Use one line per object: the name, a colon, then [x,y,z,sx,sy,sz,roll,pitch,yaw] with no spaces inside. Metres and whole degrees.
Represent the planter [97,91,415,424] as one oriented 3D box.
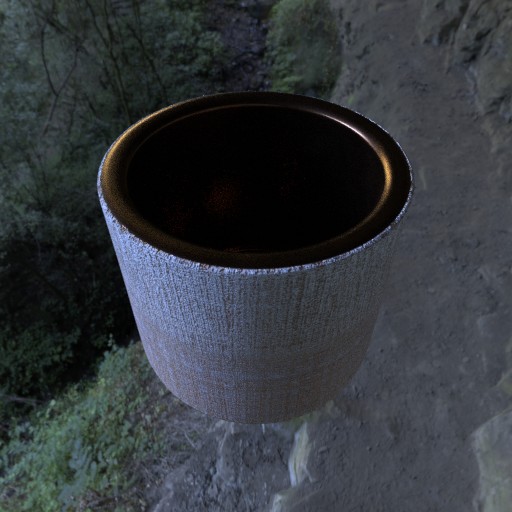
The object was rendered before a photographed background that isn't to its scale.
planter: [0.000,0.000,0.187,0.109,0.096,0.109,0,45,0]
